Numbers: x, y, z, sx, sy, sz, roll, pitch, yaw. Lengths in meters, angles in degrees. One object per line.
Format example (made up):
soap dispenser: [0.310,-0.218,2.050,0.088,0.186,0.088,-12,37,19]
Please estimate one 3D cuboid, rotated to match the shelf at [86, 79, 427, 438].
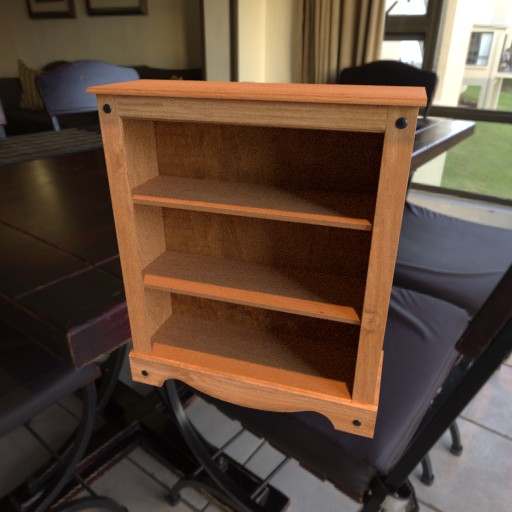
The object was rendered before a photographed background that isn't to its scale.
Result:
shelf: [0.000,0.000,1.373,0.840,0.980,0.291,8,27,16]
